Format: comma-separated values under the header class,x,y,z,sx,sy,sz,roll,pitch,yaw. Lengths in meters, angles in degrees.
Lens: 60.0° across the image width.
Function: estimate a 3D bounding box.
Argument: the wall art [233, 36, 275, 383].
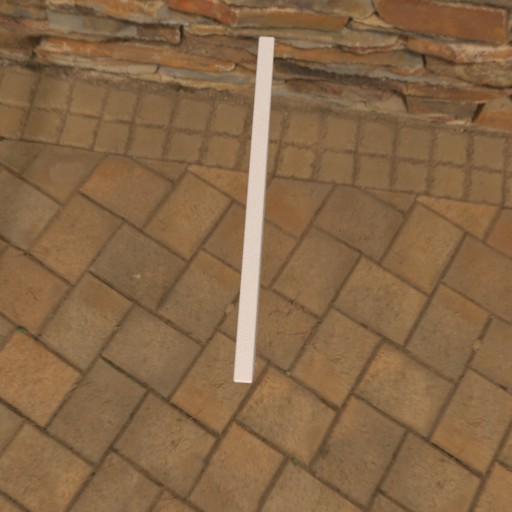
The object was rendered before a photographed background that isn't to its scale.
class,x,y,z,sx,sy,sz,roll,pitch,yaw
wall art,0.000,0.000,1.066,0.026,0.813,0.556,4,76,1
